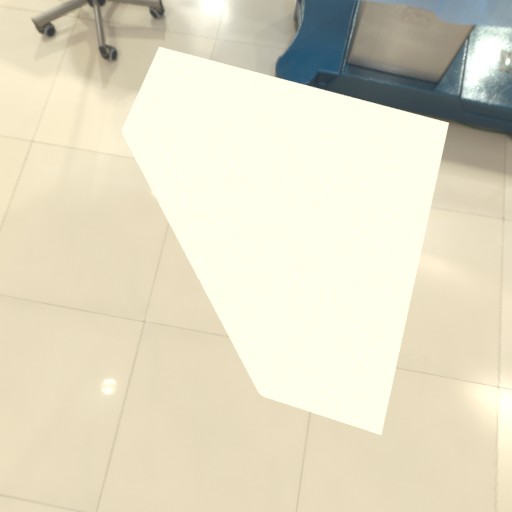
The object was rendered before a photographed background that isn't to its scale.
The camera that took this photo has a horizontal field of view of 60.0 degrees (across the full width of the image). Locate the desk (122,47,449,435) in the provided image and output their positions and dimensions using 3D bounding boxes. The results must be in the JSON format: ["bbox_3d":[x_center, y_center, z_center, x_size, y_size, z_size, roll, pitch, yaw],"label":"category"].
[{"bbox_3d":[0.000,0.000,1.655,0.940,0.818,0.926,17,74,5],"label":"desk"}]
